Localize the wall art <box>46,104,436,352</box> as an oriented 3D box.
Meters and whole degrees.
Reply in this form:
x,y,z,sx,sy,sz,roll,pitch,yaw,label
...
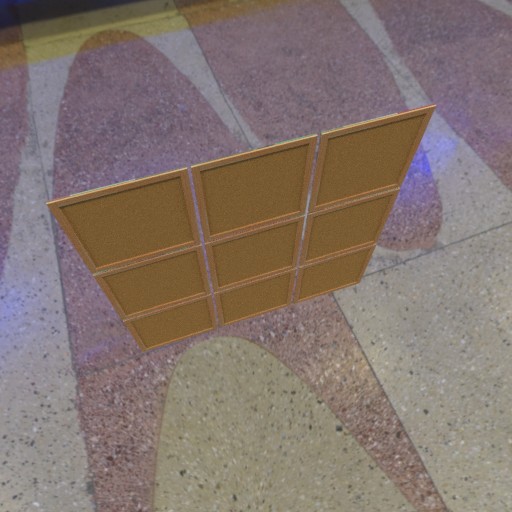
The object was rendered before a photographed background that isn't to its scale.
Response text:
x,y,z,sx,sy,sz,roll,pitch,yaw,label
0.000,0.000,2.296,1.521,1.519,0.013,-16,60,-10,wall art
